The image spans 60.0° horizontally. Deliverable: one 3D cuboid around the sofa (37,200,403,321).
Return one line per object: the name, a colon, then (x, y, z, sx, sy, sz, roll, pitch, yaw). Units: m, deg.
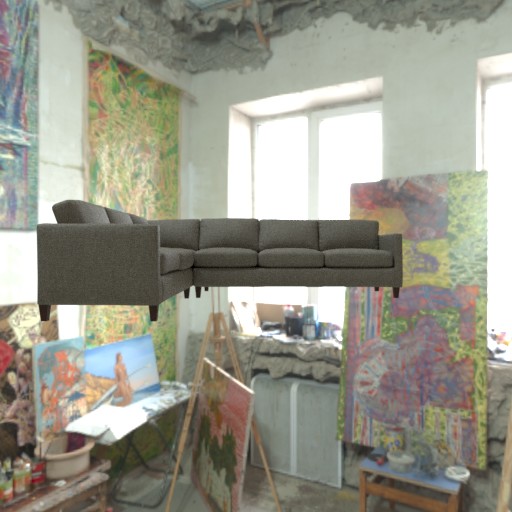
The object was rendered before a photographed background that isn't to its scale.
sofa: (0.000, 0.000, 4.555, 3.302, 0.947, 2.593, 0, 1, 0)
